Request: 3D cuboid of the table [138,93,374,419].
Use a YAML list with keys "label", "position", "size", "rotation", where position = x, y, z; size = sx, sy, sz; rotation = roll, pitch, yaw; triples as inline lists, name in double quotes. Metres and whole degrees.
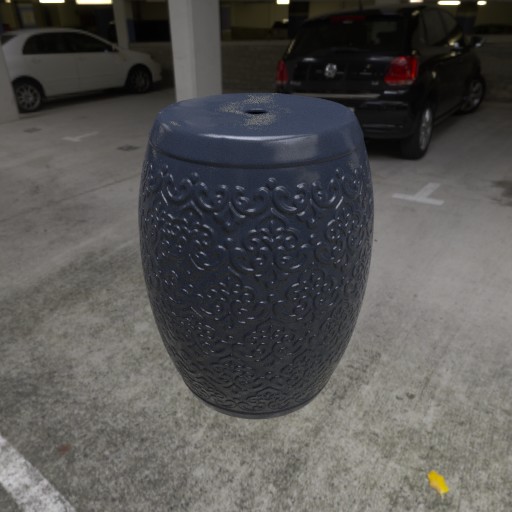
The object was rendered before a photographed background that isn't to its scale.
- label: "table"
  position: [0.000, 0.000, 0.619]
  size: [0.309, 0.397, 0.309]
  rotation: [0, 30, 0]
